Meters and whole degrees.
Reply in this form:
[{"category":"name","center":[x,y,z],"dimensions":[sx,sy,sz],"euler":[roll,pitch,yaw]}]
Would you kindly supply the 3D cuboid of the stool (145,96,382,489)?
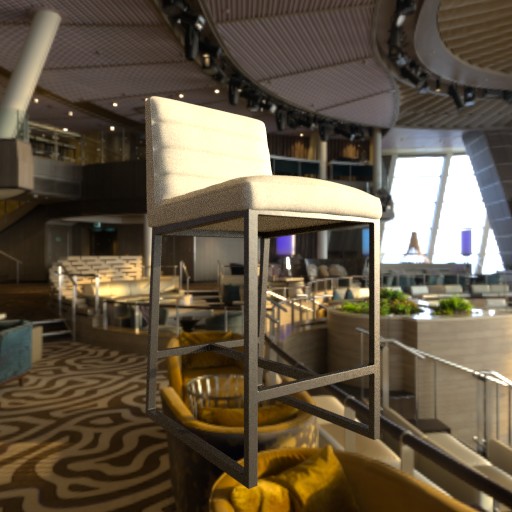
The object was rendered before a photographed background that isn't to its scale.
[{"category":"stool","center":[0.000,0.000,1.261],"dimensions":[0.459,0.971,0.567],"euler":[0,0,-37]}]
